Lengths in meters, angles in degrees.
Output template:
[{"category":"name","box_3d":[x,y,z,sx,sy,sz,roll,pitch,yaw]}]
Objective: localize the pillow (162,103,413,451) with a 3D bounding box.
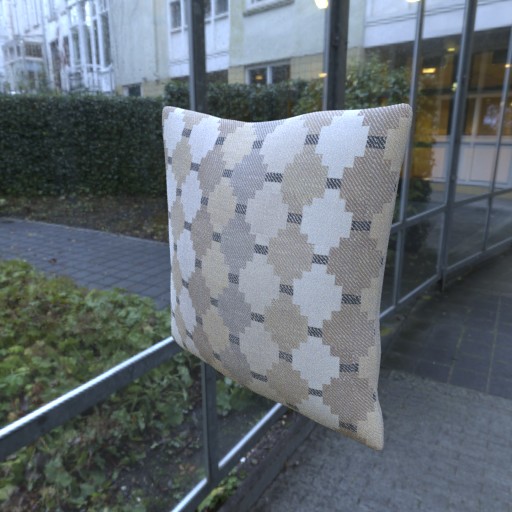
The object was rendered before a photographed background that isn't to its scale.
[{"category":"pillow","box_3d":[0.000,0.000,0.844,0.578,0.558,0.192,15,22,42]}]
